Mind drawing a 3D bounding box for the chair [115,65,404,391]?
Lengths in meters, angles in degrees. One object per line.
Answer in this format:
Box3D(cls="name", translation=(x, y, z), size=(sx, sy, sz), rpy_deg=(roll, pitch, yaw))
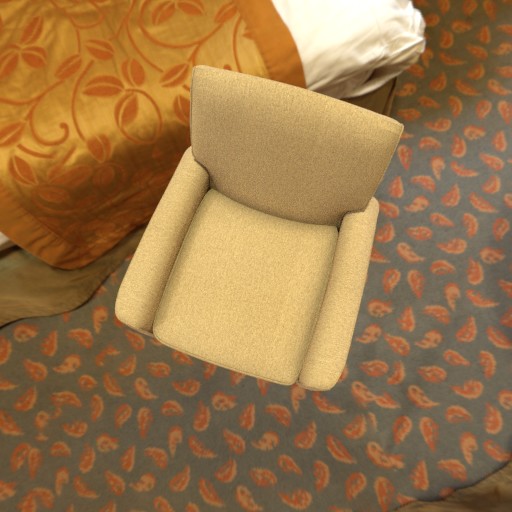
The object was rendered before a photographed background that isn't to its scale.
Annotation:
Box3D(cls="chair", translation=(0.000, 0.000, 1.705), size=(0.848, 1.014, 0.864), rpy_deg=(18, 76, 5))
